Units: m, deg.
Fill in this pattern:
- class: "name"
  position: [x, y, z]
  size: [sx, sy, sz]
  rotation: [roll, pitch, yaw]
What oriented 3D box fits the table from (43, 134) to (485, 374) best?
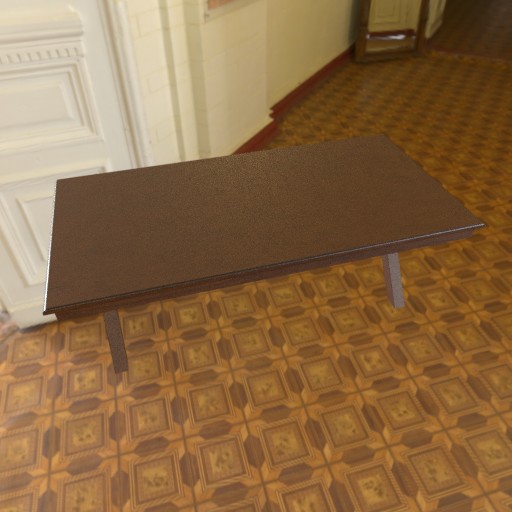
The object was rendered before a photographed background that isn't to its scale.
- class: "table"
  position: [0.000, 0.000, 1.507]
  size: [1.197, 0.459, 0.594]
  rotation: [-11, 42, -12]
